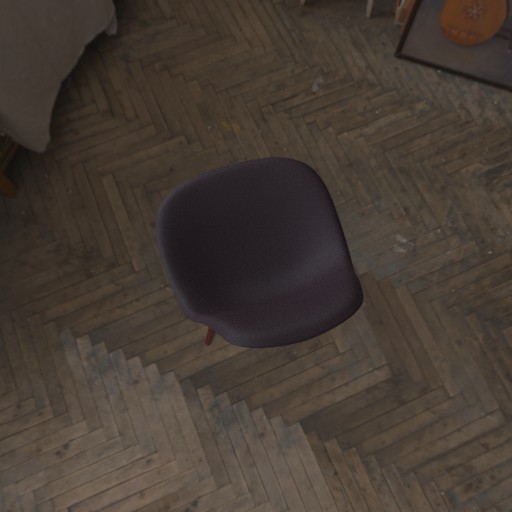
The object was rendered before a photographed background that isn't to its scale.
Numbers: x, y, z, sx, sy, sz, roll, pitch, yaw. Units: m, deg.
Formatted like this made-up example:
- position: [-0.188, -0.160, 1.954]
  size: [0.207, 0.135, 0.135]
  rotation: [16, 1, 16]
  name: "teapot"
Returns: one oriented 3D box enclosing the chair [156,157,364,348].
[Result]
- position: [0.000, 0.000, 1.175]
  size: [0.470, 0.826, 0.533]
  rotation: [-17, 75, -5]
  name: "chair"
